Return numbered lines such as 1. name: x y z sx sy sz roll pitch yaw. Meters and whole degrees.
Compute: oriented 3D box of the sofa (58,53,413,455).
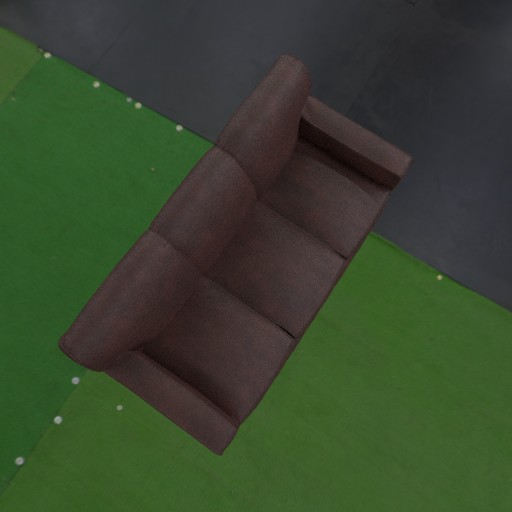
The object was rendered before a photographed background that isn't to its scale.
1. sofa: 0.000 0.000 2.661 1.008 0.953 2.039 33 78 8
